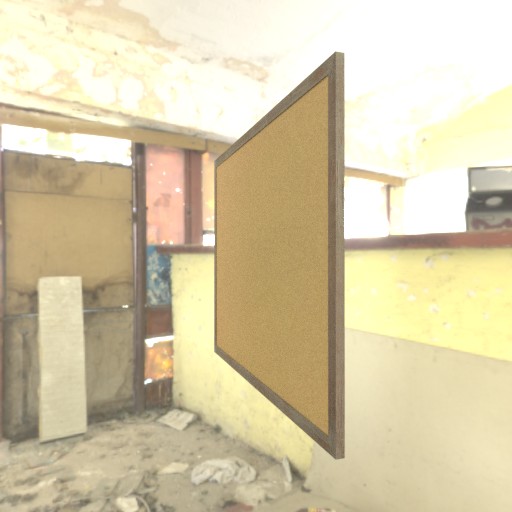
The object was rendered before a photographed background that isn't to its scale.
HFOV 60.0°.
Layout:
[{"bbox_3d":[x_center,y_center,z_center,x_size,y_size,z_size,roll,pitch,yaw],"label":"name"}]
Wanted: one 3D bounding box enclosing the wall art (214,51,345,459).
[{"bbox_3d":[0.000,0.000,1.323,0.019,0.774,1.012,0,0,-18],"label":"wall art"}]
